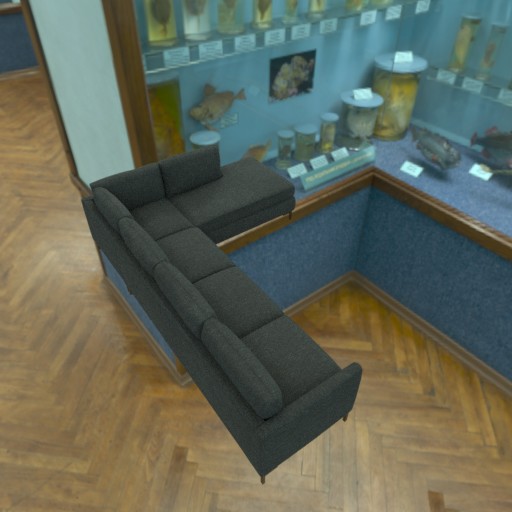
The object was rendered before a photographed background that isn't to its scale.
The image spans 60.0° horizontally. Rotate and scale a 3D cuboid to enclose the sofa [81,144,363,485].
[{"bbox_3d":[0.000,0.000,3.851,2.007,0.815,2.949,-25,47,-26],"label":"sofa"}]
